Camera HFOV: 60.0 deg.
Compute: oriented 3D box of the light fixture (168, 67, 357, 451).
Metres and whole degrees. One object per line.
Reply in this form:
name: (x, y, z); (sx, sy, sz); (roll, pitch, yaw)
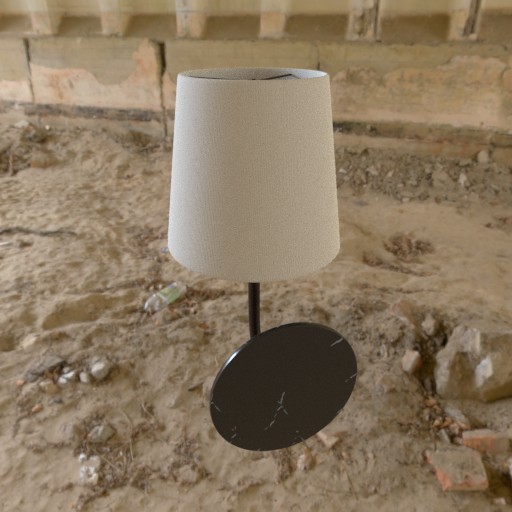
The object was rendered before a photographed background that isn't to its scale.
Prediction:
light fixture: (0.000, 0.000, 0.442); (0.168, 0.337, 0.188); (-8, 28, -16)
